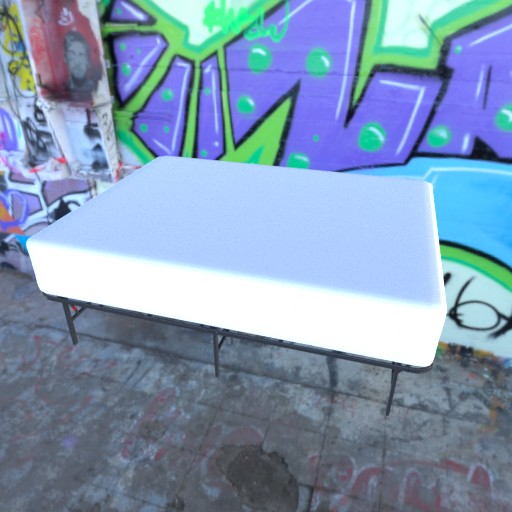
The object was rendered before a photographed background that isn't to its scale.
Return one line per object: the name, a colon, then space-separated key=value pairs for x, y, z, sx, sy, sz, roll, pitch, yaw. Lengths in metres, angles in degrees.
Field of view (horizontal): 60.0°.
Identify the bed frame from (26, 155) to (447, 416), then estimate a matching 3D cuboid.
bed frame: x=0.000 y=0.000 z=2.772 sx=2.037 sy=0.677 sz=1.528 roll=9 pitch=31 yaw=14
